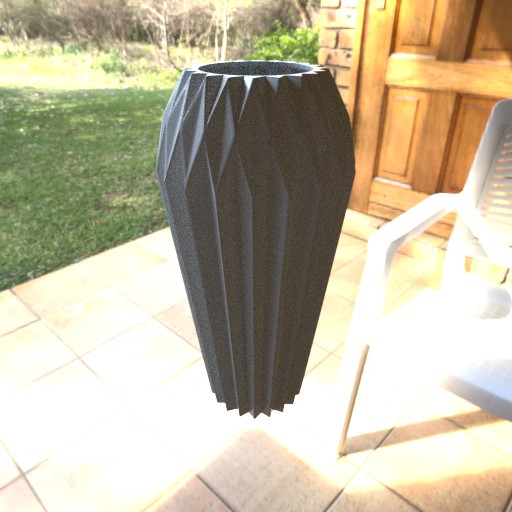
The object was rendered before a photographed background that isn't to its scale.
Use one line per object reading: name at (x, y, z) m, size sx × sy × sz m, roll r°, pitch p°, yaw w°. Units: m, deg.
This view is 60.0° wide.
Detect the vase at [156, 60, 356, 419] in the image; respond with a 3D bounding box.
vase at (0.000, 0.000, 0.334) m, size 0.133 × 0.263 × 0.133 m, roll 0°, pitch 30°, yaw 0°
